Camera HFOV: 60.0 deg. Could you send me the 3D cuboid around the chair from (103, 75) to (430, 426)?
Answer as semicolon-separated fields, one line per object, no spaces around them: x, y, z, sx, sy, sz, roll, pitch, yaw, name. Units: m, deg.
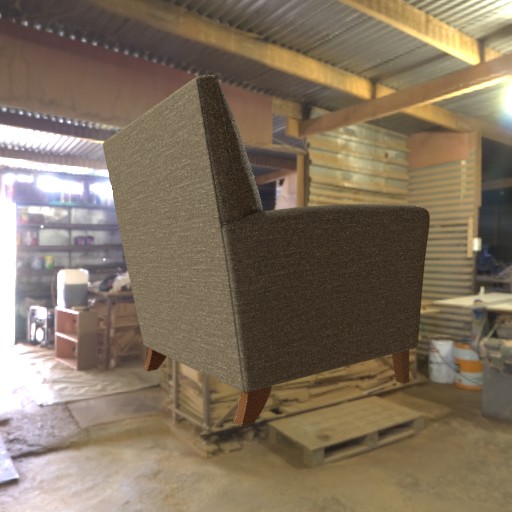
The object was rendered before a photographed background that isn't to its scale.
0.000;0.000;1.603;0.875;0.885;0.838;0;0;-35;chair
